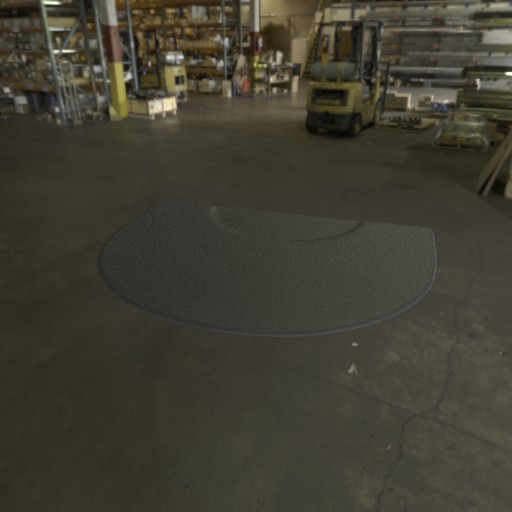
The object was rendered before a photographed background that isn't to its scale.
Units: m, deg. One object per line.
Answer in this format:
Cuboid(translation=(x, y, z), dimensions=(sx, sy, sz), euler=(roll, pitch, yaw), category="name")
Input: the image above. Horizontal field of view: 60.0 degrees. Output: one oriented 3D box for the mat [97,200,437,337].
Cuboid(translation=(0.000, 0.000, 1.564), dimensions=(1.220, 0.016, 0.917), euler=(8, 27, 15), category="mat")
